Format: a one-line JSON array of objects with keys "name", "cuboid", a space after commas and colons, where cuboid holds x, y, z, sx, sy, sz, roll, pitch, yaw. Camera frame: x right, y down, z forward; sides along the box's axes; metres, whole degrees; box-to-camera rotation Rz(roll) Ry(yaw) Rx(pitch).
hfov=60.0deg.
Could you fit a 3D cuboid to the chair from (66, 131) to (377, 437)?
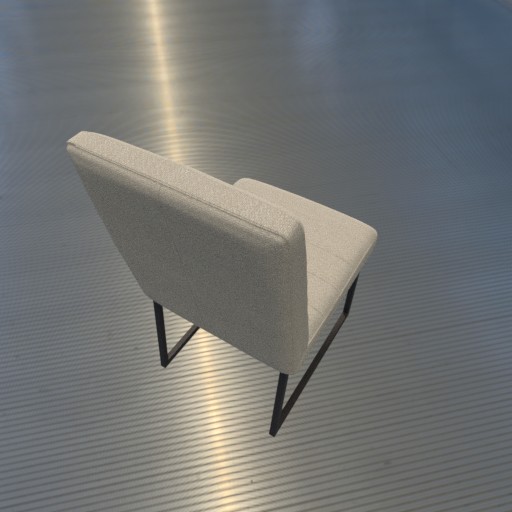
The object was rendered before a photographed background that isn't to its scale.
[{"name": "chair", "cuboid": [0.000, 0.000, 1.273, 0.520, 0.930, 0.634, 25, 52, 22]}]
